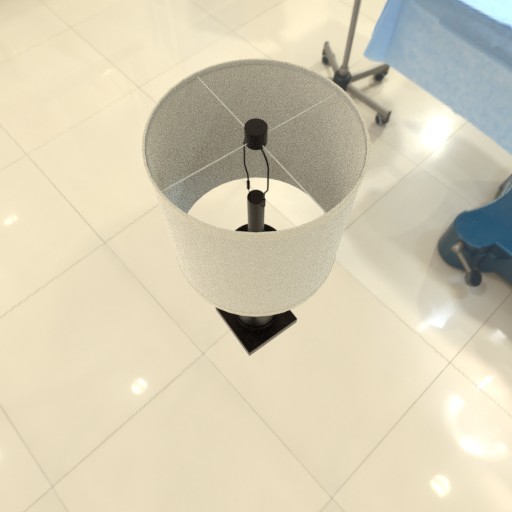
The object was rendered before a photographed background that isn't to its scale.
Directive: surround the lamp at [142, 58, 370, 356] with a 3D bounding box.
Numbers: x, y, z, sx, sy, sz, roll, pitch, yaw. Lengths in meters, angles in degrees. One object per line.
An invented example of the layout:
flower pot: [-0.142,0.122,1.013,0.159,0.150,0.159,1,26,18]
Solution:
lamp: [0.000,0.000,0.624,0.211,0.509,0.211,-33,68,-16]
